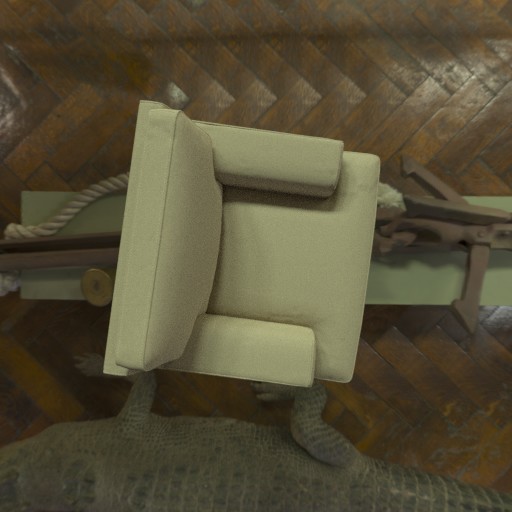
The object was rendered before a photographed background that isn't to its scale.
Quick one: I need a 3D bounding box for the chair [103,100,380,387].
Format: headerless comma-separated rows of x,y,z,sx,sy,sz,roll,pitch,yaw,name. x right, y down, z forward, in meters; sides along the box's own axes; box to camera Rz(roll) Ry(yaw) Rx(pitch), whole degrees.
0.000,0.000,2.128,1.274,1.005,1.293,0,90,0,chair
